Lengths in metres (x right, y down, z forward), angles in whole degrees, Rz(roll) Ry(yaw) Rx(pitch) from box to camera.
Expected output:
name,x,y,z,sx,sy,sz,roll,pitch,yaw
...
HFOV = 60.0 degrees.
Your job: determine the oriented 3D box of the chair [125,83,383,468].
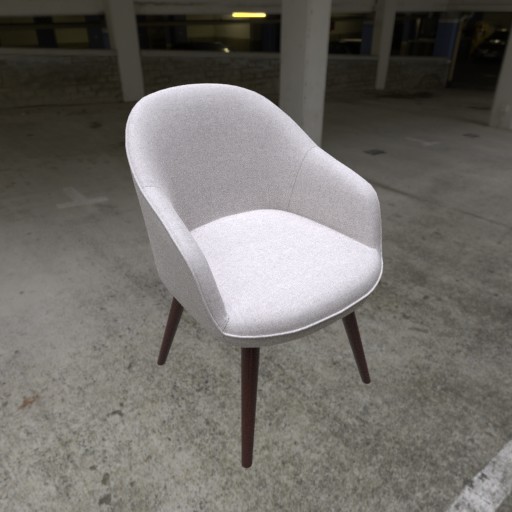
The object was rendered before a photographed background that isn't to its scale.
name,x,y,z,sx,sy,sz,roll,pitch,yaw
chair,0.000,0.000,1.226,0.596,0.823,0.635,-21,36,-32
